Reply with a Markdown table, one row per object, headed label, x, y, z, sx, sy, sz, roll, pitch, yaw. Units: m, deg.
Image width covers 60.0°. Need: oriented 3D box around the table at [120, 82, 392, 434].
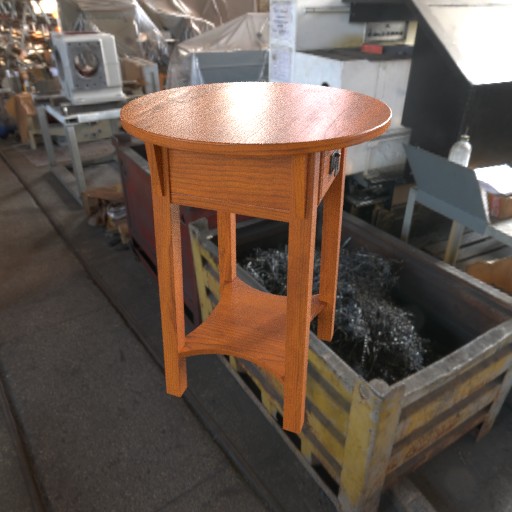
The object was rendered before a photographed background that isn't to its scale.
| label | x | y | z | sx | sy | sz | roll | pitch | yaw |
| --- | --- | --- | --- | --- | --- | --- | --- | --- | --- |
| table | 0.000 | 0.000 | 0.925 | 0.457 | 0.610 | 0.457 | 0 | 31 | 0 |
